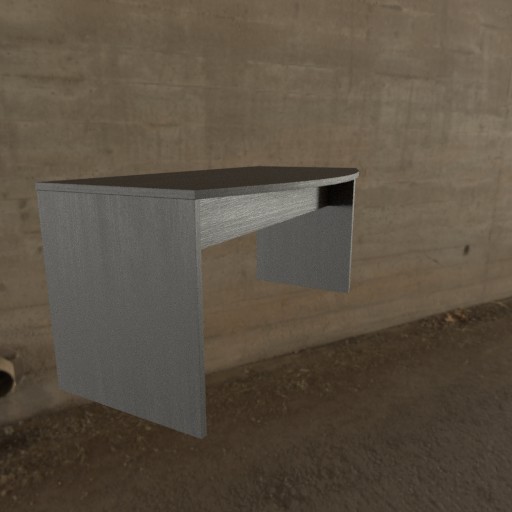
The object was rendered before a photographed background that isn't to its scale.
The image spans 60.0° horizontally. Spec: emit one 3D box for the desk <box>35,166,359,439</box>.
[{"bbox_3d":[0.000,0.000,2.049,0.802,0.750,1.600,7,15,27],"label":"desk"}]
